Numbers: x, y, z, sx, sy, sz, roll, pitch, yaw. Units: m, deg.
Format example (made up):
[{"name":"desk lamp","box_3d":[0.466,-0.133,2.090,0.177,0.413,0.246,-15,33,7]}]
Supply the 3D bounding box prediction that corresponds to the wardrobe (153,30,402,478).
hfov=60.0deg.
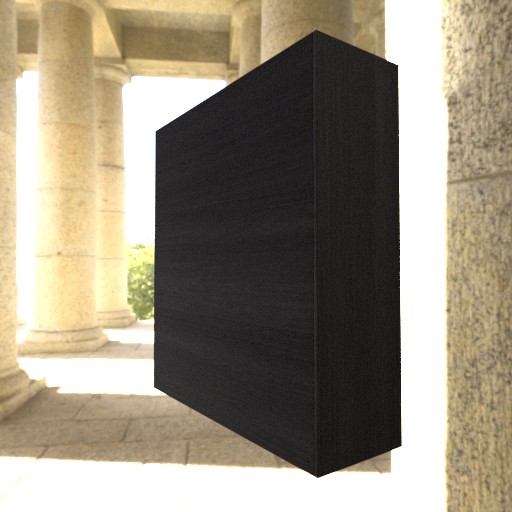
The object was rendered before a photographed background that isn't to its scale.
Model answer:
[{"name":"wardrobe","box_3d":[0.000,0.000,2.832,0.629,1.960,1.780,1,-2,-36]}]
